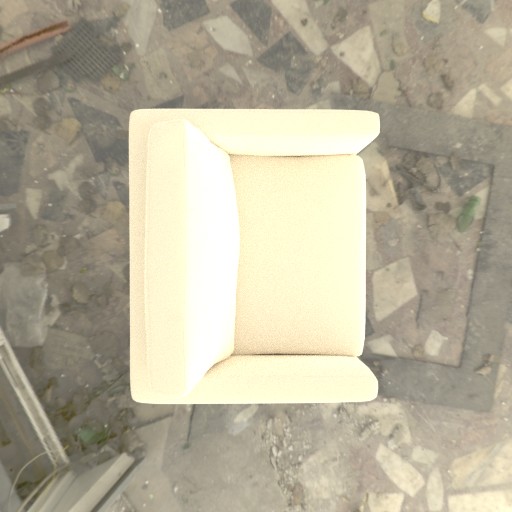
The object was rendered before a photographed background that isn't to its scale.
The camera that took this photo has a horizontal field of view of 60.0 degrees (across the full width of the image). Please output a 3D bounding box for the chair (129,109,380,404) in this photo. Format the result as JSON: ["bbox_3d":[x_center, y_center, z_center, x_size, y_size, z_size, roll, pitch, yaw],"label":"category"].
[{"bbox_3d":[0.000,0.000,1.749,0.878,0.885,1.019,0,91,-1],"label":"chair"}]
